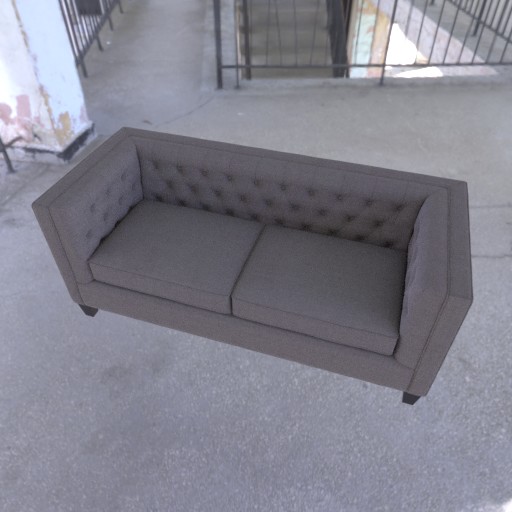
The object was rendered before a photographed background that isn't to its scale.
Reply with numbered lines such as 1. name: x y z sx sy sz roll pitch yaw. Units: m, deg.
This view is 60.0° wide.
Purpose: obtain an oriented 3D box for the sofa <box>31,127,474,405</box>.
1. sofa: 0.000 0.000 2.201 1.778 0.762 0.775 12 44 13
